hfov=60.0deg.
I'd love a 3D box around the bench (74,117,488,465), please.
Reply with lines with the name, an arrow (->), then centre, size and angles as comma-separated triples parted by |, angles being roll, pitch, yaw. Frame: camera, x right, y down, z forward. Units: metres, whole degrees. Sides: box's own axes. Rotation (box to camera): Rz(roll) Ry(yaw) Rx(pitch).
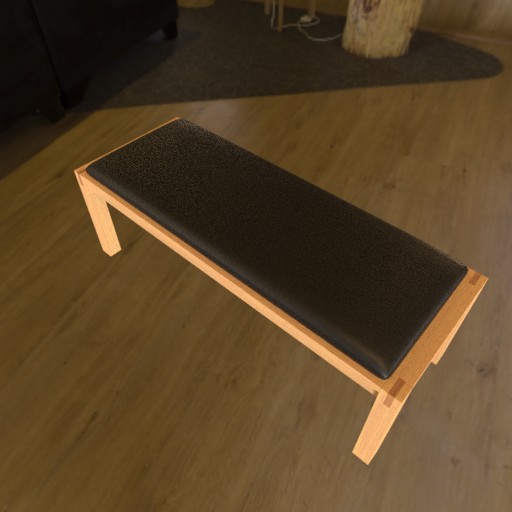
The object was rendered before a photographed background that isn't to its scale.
bench -> 0.000, 0.000, 1.420 | 1.202, 0.430, 0.450 | 33, 55, 27
